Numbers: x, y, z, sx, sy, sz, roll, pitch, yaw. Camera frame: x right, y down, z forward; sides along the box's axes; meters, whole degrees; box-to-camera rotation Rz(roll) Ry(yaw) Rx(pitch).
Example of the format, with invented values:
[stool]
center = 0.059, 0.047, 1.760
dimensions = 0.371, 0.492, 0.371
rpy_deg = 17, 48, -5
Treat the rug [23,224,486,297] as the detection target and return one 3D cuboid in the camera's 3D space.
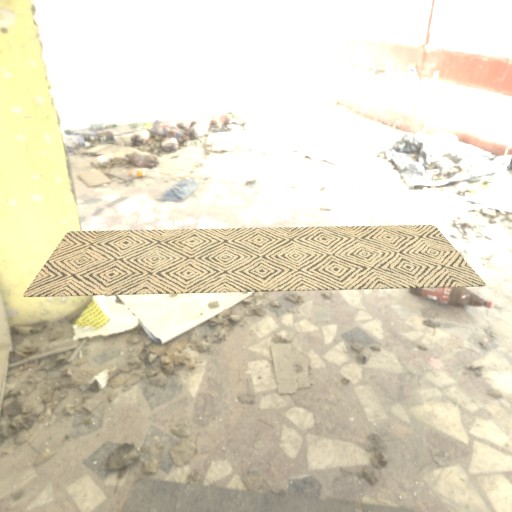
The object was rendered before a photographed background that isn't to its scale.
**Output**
[rug]
center = 0.000, 0.000, 2.462
dimensions = 2.277, 0.008, 0.676
rpy_deg = -1, 31, -2
